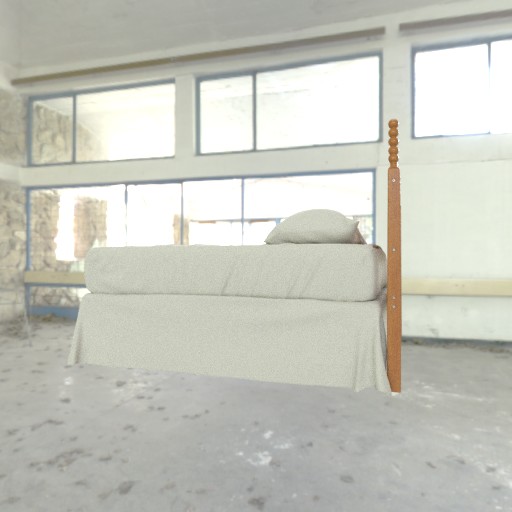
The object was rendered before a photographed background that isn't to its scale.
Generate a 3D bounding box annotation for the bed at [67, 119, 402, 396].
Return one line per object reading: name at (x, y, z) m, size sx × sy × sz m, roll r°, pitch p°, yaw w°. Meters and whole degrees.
bed at (0.000, 0.000, 3.266) m, size 2.040 × 1.356 × 1.873 m, roll 0°, pitch 0°, yaw 18°
